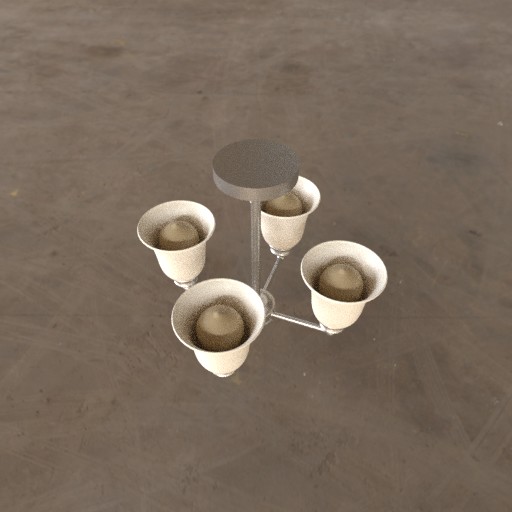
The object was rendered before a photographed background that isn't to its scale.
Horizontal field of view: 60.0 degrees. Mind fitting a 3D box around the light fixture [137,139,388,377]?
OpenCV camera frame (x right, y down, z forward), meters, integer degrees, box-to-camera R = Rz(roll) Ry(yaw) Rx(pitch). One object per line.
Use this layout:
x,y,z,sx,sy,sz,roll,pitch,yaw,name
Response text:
0.000,0.000,0.744,0.427,0.370,0.427,15,48,15,light fixture
